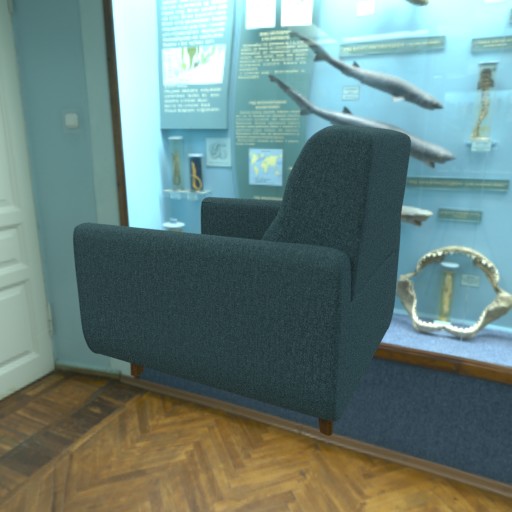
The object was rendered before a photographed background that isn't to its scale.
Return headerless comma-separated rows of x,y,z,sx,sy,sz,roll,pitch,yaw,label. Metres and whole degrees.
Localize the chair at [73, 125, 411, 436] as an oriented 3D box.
0.000,0.000,1.674,0.964,0.940,0.880,8,17,26,chair
